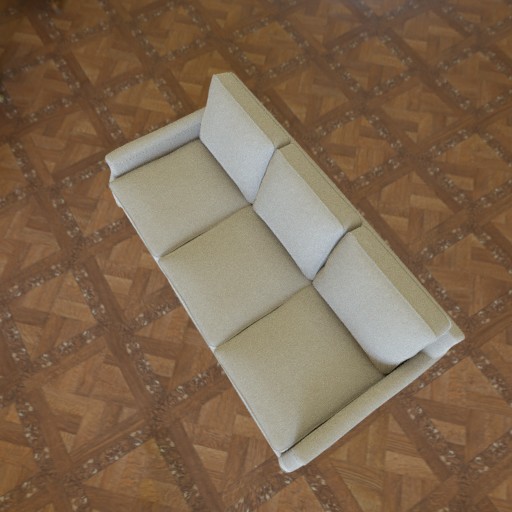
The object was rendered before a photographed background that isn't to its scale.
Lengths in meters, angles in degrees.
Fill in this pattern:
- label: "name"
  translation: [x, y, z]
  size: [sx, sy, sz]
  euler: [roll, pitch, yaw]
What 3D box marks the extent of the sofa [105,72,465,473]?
- label: "sofa"
  translation: [0.000, 0.000, 2.762]
  size: [1.084, 1.003, 2.246]
  euler: [-31, 68, -14]
